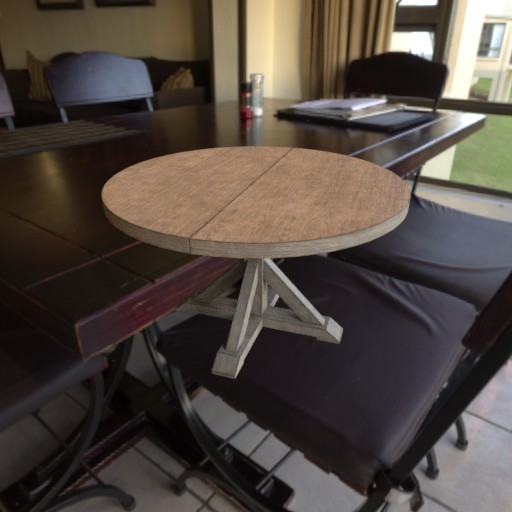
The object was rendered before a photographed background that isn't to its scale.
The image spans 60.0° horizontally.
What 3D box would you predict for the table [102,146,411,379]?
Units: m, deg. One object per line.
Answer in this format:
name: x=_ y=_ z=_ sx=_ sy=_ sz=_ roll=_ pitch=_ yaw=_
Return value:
table: x=0.000 y=0.000 z=2.216 sx=1.363 sy=0.781 sz=1.363 roll=0 pitch=27 yaw=0
